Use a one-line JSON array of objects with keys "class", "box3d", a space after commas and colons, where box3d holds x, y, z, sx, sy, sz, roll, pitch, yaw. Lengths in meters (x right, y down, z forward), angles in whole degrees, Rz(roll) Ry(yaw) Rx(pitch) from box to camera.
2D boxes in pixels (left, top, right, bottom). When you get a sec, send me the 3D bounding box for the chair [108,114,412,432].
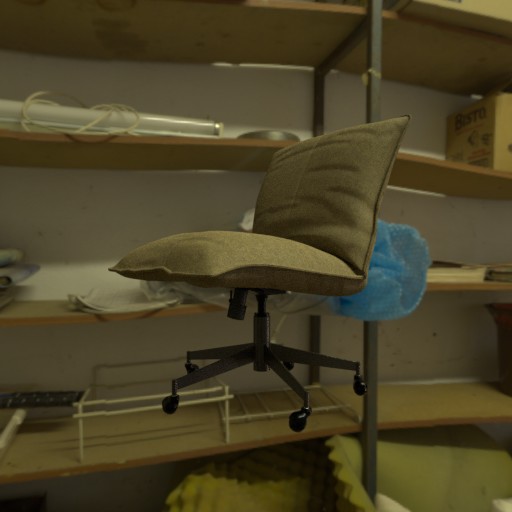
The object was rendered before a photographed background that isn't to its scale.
[{"class": "chair", "box3d": [0.000, 0.000, 1.293, 0.696, 0.811, 0.597, 0, 0, -38]}]
